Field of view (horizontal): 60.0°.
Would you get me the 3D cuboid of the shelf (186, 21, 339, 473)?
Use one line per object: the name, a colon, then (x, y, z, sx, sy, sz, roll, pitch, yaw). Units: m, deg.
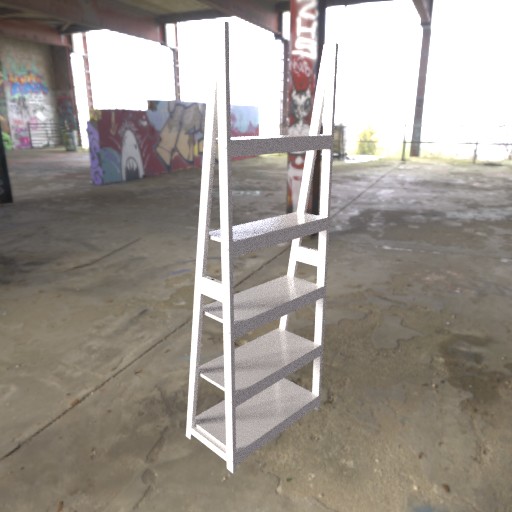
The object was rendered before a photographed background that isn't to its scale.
shelf: (0.000, 0.000, 2.000, 0.341, 1.779, 0.636, 16, 24, 42)
